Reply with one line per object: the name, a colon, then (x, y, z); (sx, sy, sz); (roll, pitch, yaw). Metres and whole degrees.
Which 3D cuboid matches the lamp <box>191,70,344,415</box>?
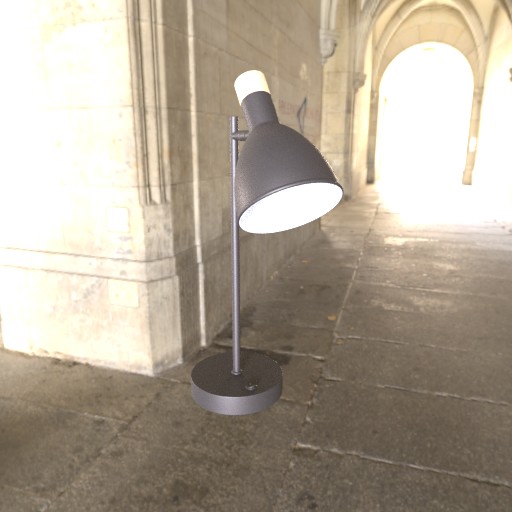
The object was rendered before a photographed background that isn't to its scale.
lamp: (0.000, 0.000, 0.619); (0.152, 0.483, 0.287); (-7, 16, -27)
